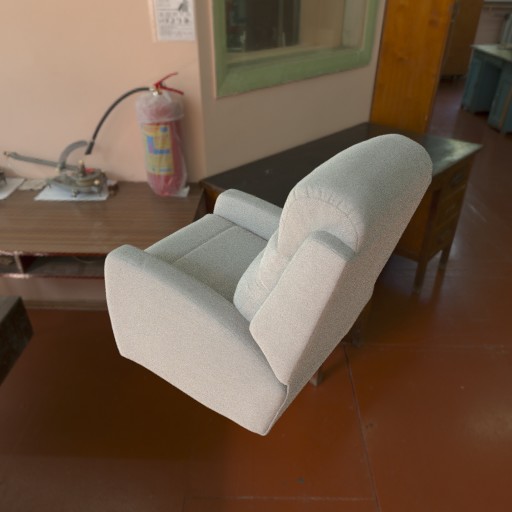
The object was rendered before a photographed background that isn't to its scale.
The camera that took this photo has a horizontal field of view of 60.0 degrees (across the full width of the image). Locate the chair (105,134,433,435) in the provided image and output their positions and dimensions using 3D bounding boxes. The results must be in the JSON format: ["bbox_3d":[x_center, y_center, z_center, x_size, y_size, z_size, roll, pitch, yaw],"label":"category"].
[{"bbox_3d":[0.000,0.000,1.713,1.043,1.013,0.798,21,37,29],"label":"chair"}]
